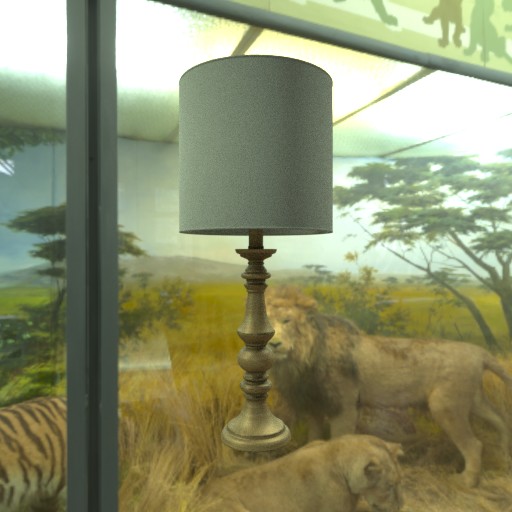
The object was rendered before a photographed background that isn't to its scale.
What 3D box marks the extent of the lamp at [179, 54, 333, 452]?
[{"bbox_3d":[0.000,0.000,0.731,0.250,0.597,0.250,0,0,35],"label":"lamp"}]
